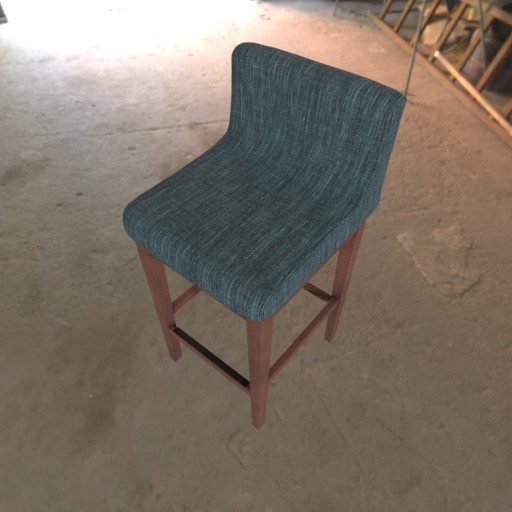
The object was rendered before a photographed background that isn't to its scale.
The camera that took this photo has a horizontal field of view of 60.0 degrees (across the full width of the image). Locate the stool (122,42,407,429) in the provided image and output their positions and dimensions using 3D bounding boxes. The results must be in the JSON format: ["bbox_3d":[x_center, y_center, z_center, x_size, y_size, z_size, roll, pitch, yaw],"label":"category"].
[{"bbox_3d":[0.000,0.000,1.103,0.395,0.835,0.459,31,54,26],"label":"stool"}]
